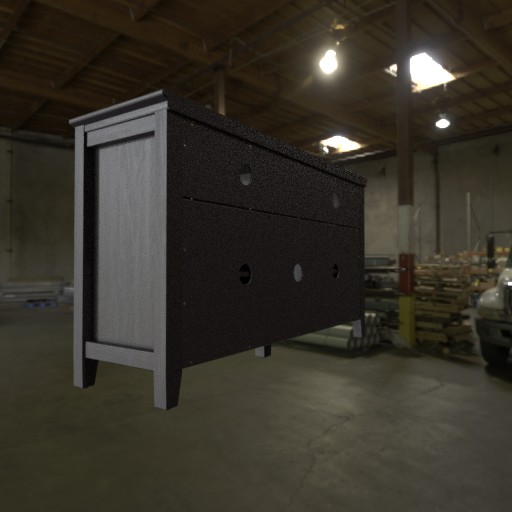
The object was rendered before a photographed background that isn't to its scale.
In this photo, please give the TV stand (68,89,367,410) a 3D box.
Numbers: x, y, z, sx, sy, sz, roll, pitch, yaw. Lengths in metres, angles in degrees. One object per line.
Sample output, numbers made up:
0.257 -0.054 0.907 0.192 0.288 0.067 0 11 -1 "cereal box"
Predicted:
0.000 0.000 1.512 0.347 0.681 1.198 -1 -1 34 "TV stand"
